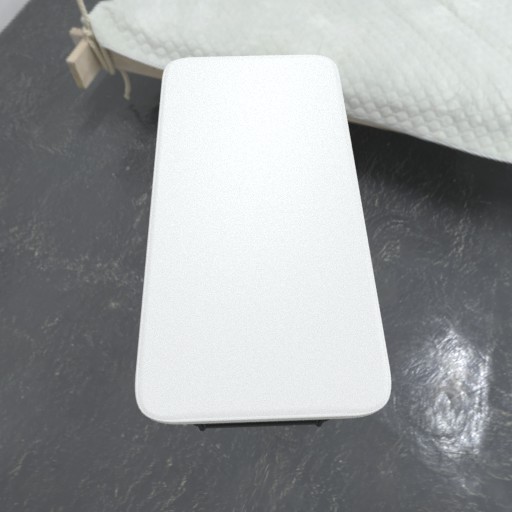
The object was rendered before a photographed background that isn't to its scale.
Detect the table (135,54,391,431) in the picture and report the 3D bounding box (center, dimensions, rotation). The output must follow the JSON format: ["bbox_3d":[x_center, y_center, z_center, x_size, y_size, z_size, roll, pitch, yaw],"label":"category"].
[{"bbox_3d":[0.000,0.000,1.616,0.610,0.737,1.219,-2,63,-1],"label":"table"}]
